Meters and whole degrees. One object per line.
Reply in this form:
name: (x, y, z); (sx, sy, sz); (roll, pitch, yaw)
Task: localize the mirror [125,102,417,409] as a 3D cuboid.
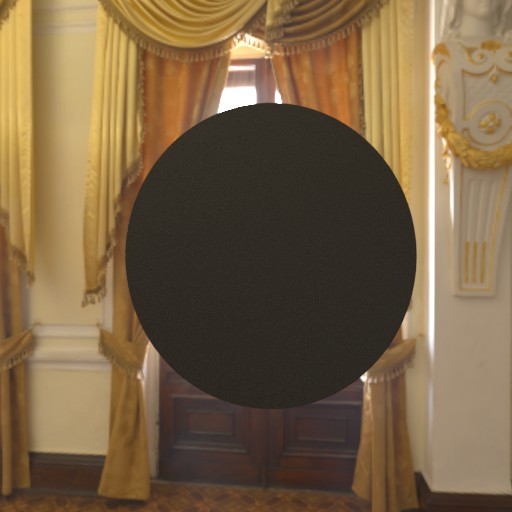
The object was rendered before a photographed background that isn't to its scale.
mirror: (0.000, 0.000, 1.580); (1.077, 1.077, 0.036); (0, 0, 19)
